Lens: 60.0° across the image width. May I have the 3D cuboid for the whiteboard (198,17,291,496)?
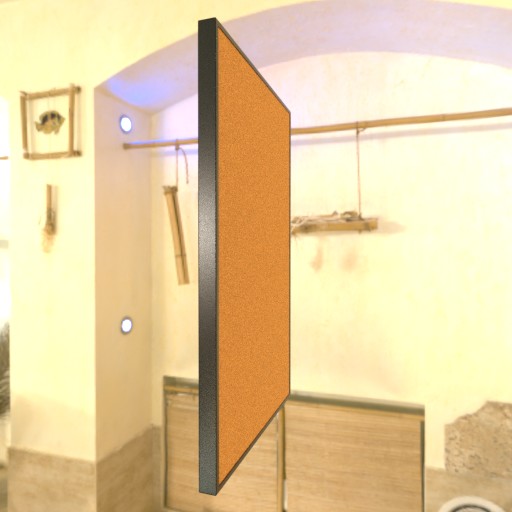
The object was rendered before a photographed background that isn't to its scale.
[{"bbox_3d":[0.000,0.000,0.761,0.026,0.611,0.406,0,1,18],"label":"whiteboard"}]
